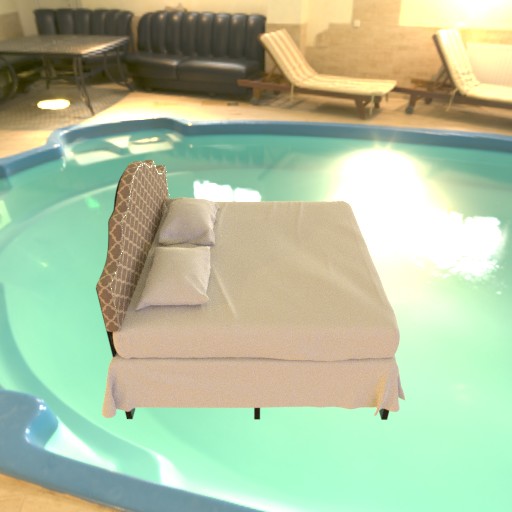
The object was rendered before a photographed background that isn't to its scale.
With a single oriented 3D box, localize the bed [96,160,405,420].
[{"bbox_3d":[0.000,0.000,3.784,2.222,1.601,2.314,0,33,0],"label":"bed"}]
